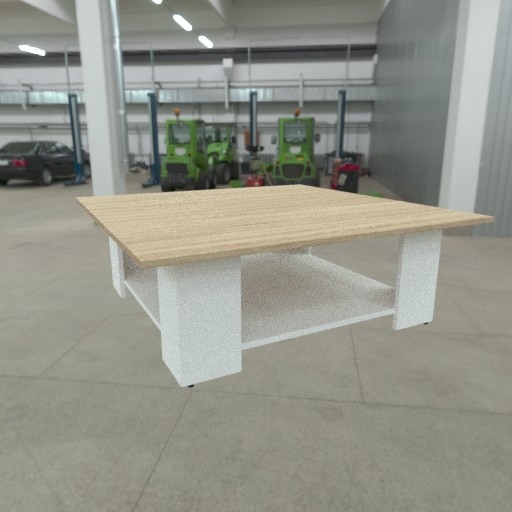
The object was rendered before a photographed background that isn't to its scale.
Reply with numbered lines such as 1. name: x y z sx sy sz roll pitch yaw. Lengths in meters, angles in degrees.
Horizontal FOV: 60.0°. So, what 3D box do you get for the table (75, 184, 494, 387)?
1. table: 0.000 0.000 1.336 0.890 0.305 0.890 -8 17 -27
